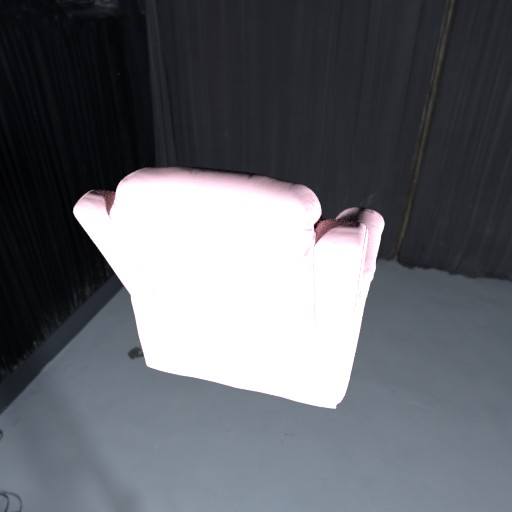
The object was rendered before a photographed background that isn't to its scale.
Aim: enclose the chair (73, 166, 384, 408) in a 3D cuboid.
[{"bbox_3d":[0.000,0.000,1.256,0.680,0.702,0.709,9,33,14],"label":"chair"}]
